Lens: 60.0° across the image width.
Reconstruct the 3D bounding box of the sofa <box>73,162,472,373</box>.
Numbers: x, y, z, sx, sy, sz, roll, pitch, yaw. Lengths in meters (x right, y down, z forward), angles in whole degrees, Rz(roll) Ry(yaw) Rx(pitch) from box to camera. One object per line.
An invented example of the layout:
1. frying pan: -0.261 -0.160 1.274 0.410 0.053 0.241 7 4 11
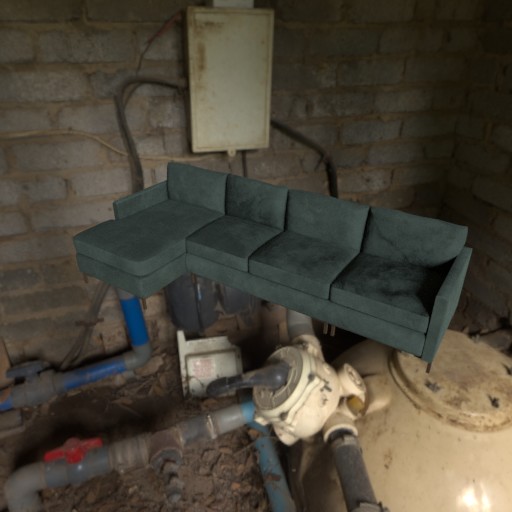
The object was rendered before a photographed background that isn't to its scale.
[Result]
1. sofa: 0.000 0.000 4.105 3.400 0.967 1.500 18 34 29
